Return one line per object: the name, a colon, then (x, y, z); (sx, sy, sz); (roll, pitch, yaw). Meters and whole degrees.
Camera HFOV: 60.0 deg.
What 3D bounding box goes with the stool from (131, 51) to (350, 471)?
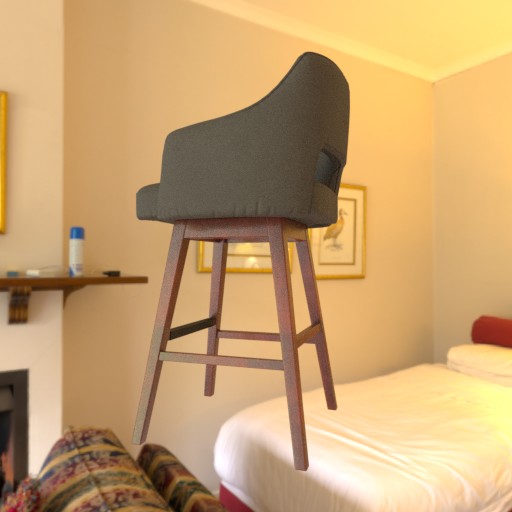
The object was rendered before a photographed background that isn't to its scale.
stool: (0.000, 0.000, 1.330); (0.558, 1.012, 0.548); (0, -1, 19)
